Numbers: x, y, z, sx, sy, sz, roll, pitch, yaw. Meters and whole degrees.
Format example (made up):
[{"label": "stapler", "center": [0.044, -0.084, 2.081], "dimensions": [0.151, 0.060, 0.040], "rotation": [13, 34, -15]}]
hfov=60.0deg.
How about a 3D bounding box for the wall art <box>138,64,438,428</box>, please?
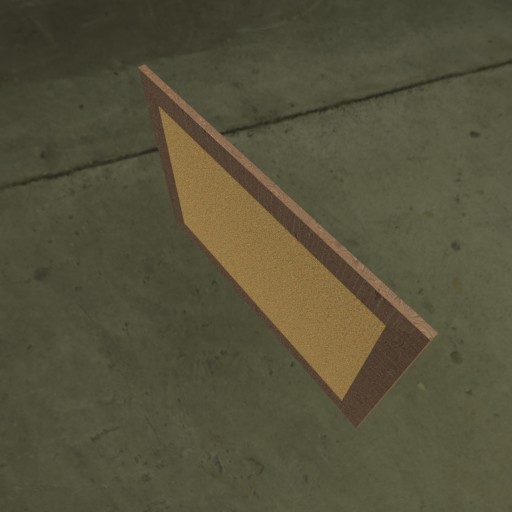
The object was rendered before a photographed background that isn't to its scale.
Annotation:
[{"label": "wall art", "center": [0.000, 0.000, 1.166], "dimensions": [0.019, 0.626, 0.917], "rotation": [-34, 63, -20]}]
